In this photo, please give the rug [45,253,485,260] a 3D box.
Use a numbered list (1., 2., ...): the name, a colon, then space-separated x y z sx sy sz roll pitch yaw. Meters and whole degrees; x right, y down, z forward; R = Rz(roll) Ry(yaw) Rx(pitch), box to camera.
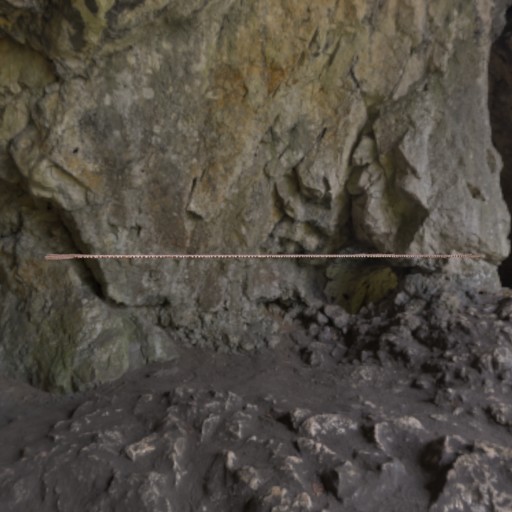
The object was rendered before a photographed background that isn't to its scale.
1. rug: 0.000 0.000 2.529 2.085 0.027 1.224 0 0 -17
